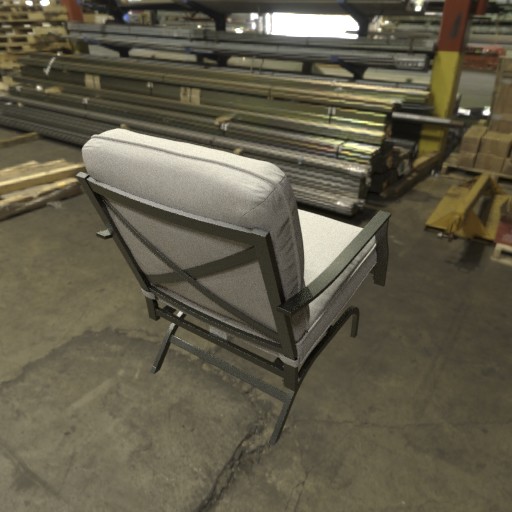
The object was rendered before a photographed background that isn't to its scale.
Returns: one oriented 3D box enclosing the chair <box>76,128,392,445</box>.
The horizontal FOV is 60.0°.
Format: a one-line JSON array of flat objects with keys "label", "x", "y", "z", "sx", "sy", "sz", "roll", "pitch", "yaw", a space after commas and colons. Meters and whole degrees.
[{"label": "chair", "x": 0.000, "y": 0.000, "z": 1.417, "sx": 0.650, "sy": 0.860, "sz": 0.787, "roll": 20, "pitch": 36, "yaw": 29}]
